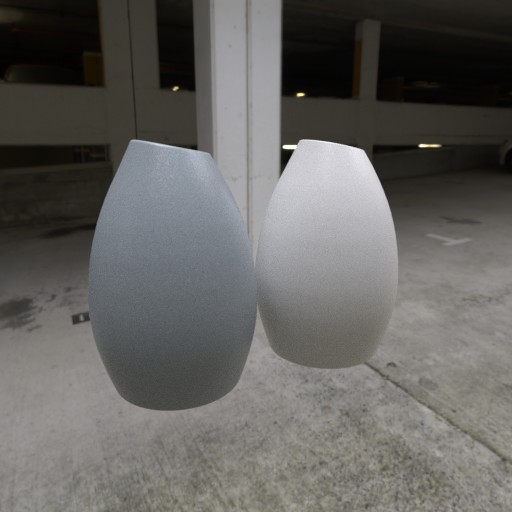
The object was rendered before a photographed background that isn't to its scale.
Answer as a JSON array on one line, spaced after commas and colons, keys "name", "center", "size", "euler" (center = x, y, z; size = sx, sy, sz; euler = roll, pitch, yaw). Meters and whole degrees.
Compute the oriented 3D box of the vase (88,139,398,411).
[{"name": "vase", "center": [0.000, 0.000, 0.258], "size": [0.187, 0.131, 0.089], "euler": [-7, 16, -25]}]
